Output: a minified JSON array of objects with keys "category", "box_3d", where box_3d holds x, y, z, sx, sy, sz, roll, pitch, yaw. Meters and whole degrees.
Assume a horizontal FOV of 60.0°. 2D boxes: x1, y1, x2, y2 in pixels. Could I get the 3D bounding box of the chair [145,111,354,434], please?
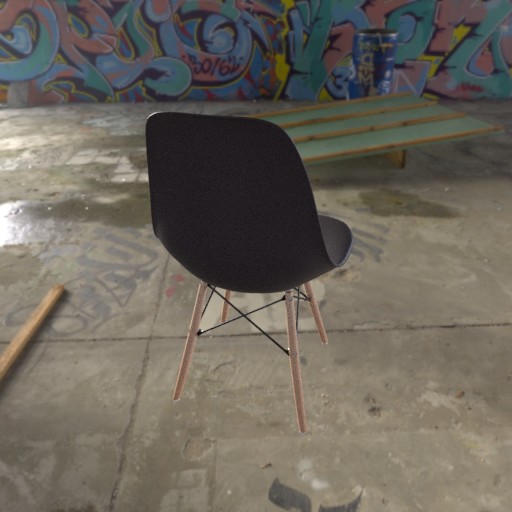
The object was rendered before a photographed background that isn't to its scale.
[{"category":"chair","box_3d":[0.000,0.000,1.137,0.470,0.825,0.533,9,32,15]}]
